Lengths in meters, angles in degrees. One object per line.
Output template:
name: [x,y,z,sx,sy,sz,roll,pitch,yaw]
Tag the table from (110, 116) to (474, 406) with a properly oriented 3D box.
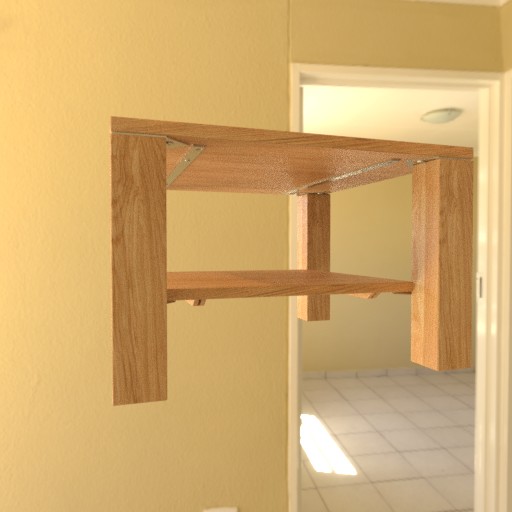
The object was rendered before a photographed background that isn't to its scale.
table: [0.000,0.000,1.125,0.700,0.450,0.700,0,1,-18]
